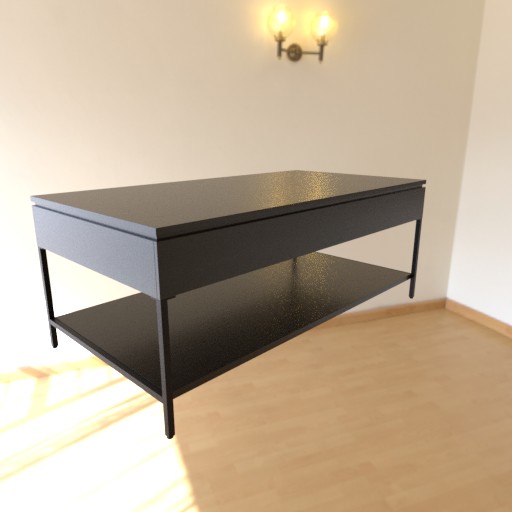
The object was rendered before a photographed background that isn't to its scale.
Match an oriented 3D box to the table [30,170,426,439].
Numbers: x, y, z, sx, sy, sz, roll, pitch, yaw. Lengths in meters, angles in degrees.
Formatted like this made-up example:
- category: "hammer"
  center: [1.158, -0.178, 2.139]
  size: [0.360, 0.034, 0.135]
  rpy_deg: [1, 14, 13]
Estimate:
- category: "table"
  center: [0.000, 0.000, 1.397]
  size: [0.574, 0.435, 1.095]
  rpy_deg: [15, 21, 42]
